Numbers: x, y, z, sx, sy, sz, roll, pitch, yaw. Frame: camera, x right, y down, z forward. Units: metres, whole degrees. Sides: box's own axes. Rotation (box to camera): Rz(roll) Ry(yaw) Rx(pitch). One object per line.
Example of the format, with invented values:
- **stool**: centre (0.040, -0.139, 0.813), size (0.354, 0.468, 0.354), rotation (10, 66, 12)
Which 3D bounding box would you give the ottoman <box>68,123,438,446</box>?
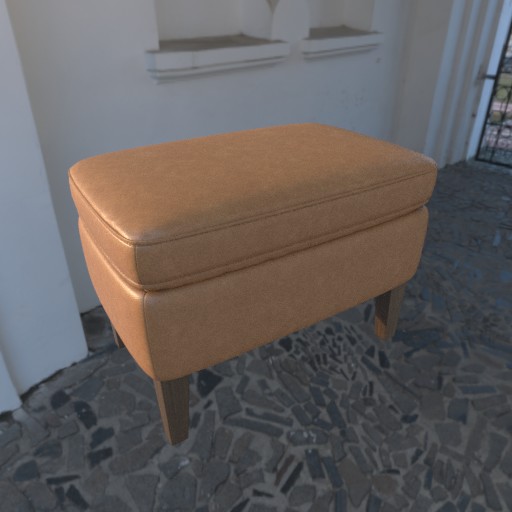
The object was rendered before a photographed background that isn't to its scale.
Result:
- **ottoman**: centre (0.000, 0.000, 0.982), size (0.670, 0.480, 0.420), rotation (-17, 34, -28)
